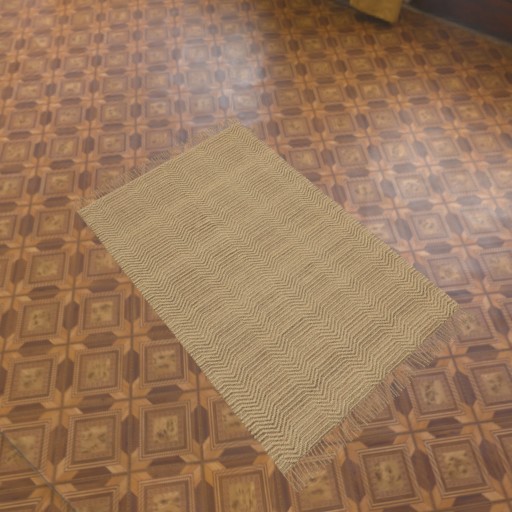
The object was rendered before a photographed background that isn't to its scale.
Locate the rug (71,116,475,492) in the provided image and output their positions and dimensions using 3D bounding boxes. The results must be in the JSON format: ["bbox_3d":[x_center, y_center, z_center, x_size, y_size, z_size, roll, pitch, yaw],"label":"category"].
[{"bbox_3d":[0.000,0.000,2.442,1.224,0.027,2.021,-35,64,-20],"label":"rug"}]
